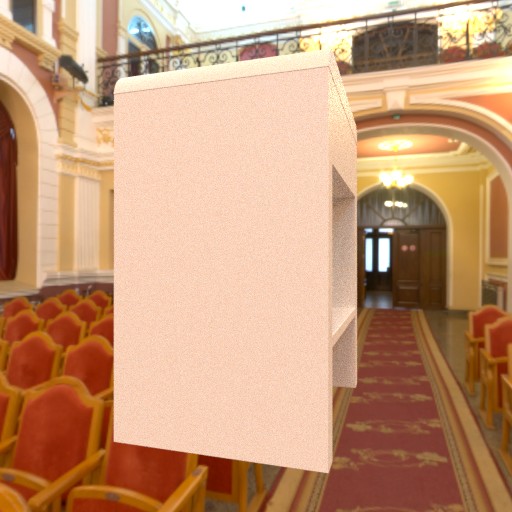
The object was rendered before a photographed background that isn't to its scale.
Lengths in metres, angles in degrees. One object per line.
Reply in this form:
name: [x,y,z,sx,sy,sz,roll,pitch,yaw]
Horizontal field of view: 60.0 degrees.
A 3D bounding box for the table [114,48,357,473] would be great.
table: [0.000,0.000,0.867,0.350,0.590,0.450,0,0,18]
